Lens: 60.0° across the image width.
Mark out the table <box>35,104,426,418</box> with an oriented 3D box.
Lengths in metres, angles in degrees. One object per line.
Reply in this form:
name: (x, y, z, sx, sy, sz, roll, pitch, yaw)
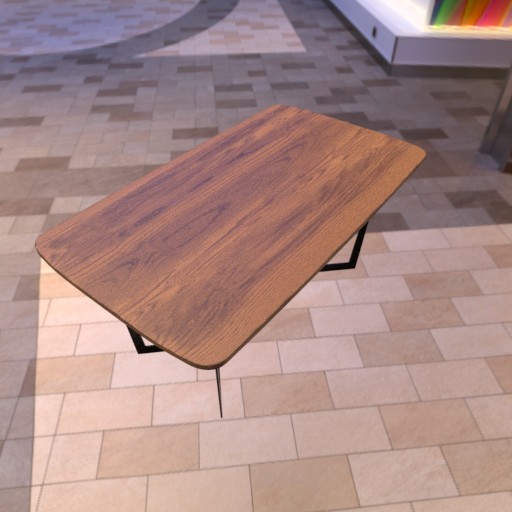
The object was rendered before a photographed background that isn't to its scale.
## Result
table: (0.000, 0.000, 2.174, 0.949, 0.765, 1.643, 28, 49, 27)
